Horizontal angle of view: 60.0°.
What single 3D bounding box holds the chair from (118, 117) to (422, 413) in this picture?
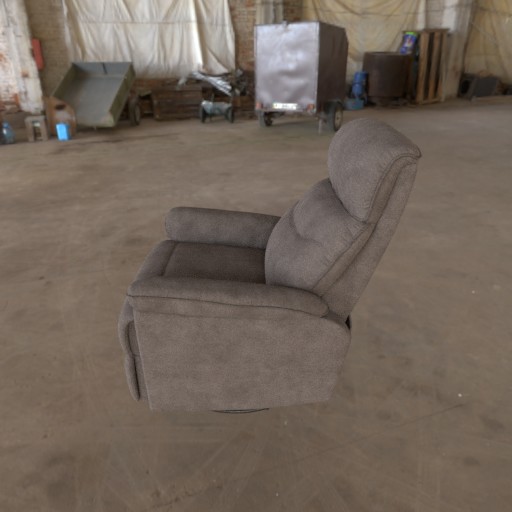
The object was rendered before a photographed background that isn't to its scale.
[{"bbox_3d":[0.000,0.000,1.769,1.009,1.036,0.830,0,25,0],"label":"chair"}]
